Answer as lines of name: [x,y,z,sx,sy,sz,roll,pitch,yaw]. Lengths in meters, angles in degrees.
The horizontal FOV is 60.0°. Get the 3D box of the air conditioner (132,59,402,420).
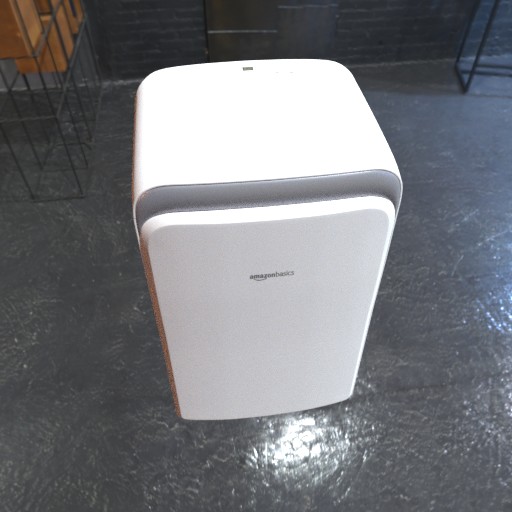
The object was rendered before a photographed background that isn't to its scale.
air conditioner: [0.000,0.000,1.030,0.478,0.765,0.467,-5,46,-5]
